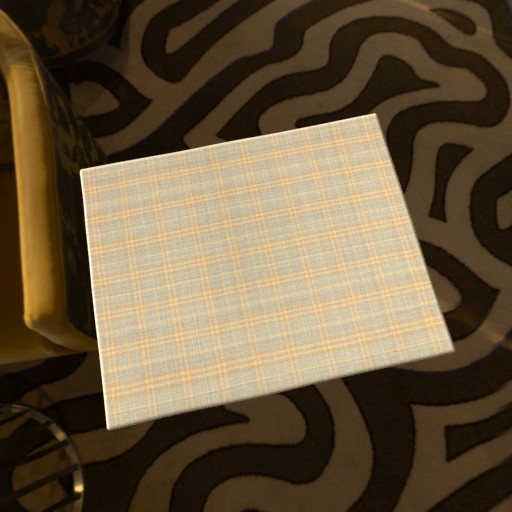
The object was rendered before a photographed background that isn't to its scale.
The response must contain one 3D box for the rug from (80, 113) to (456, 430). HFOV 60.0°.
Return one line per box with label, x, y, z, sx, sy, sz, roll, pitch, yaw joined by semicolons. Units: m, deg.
rug;0.000;0.000;4.128;3.066;0.030;2.462;-12;74;-3
